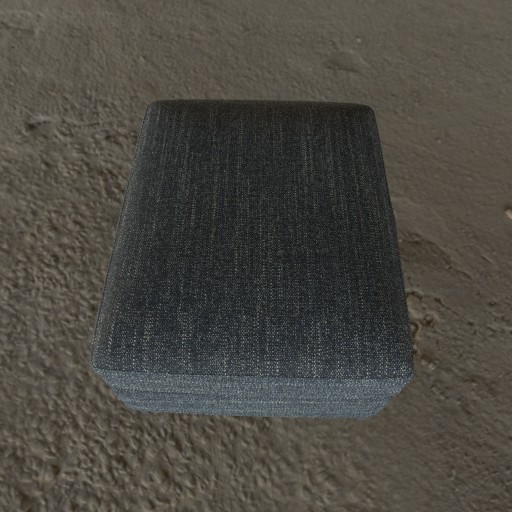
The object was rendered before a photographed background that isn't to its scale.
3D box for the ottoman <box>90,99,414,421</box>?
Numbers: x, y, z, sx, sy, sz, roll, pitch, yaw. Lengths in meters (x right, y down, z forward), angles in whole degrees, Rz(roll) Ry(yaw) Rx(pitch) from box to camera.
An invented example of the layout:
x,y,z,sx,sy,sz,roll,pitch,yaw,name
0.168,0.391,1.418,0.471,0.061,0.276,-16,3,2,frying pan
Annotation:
x,y,z,sx,sy,sz,roll,pitch,yaw,name
0.000,0.000,1.230,0.667,0.491,0.814,1,59,1,ottoman
